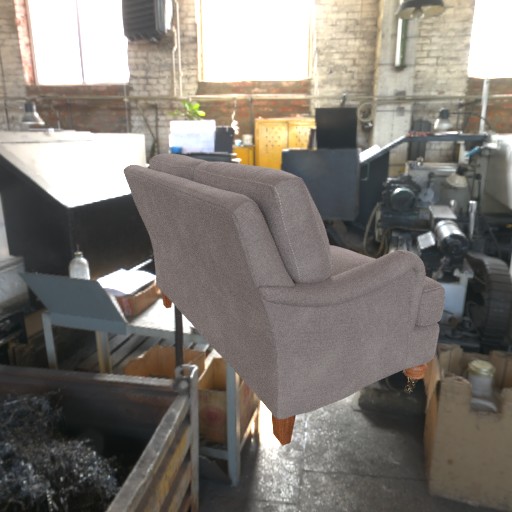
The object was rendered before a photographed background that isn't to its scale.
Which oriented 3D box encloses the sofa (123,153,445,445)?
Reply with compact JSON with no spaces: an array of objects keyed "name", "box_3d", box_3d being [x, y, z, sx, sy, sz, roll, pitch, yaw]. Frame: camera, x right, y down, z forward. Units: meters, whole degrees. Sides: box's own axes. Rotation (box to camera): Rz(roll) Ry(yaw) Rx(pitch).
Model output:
[{"name":"sofa","box_3d":[0.000,0.000,2.552,1.084,1.101,1.853,-8,18,-26]}]
